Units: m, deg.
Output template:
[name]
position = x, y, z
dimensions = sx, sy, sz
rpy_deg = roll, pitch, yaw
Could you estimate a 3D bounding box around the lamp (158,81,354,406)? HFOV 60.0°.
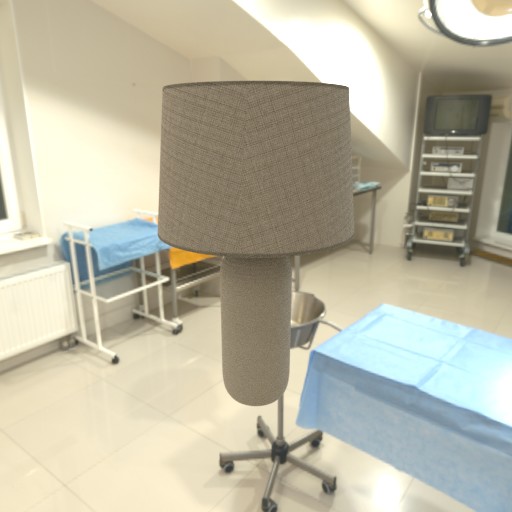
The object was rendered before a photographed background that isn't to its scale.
[lamp]
position = 0.000, 0.000, 0.860
dimensions = 0.367, 0.609, 0.367
rpy_deg = 0, 17, 0
